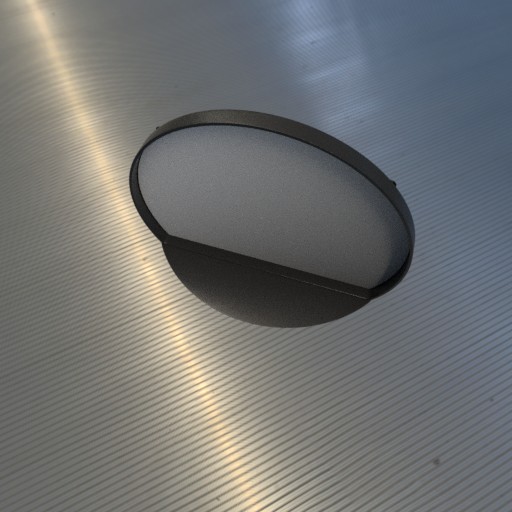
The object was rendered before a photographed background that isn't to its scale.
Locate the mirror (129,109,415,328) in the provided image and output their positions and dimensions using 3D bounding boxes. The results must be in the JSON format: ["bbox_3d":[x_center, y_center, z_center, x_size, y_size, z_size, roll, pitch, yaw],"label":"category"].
[{"bbox_3d":[0.000,0.000,0.693,0.457,0.457,0.133,15,60,9],"label":"mirror"}]
